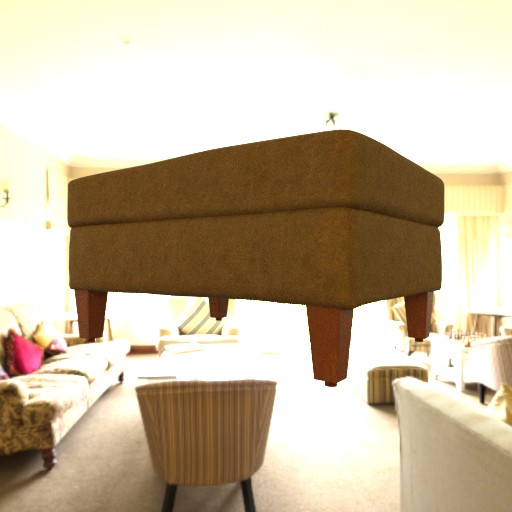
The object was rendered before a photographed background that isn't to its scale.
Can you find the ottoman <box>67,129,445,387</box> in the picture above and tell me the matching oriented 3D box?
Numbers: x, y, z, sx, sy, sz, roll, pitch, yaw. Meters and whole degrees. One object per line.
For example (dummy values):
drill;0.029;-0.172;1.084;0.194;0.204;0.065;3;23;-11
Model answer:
ottoman;0.000;0.000;1.205;0.839;0.464;0.639;0;-1;36
